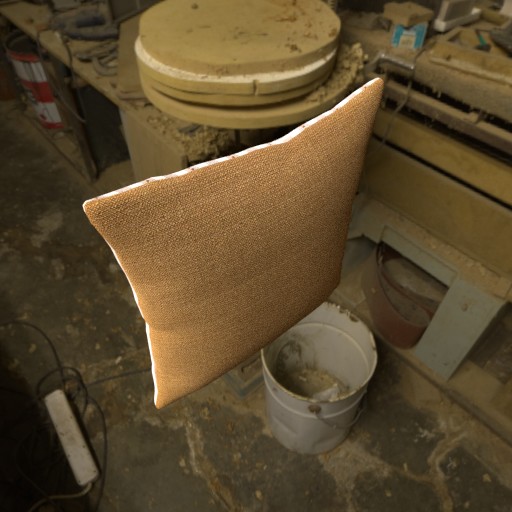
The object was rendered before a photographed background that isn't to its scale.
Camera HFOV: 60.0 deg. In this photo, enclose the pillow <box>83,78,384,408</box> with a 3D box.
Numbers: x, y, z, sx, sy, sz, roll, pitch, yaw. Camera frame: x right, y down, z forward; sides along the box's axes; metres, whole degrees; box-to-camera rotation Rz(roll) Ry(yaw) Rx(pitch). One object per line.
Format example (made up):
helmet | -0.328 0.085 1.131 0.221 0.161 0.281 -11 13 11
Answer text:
pillow | 0.000 0.000 0.666 0.432 0.437 0.147 -32 54 -26
